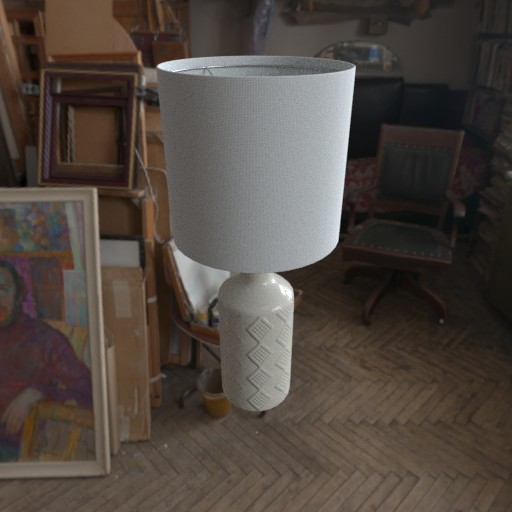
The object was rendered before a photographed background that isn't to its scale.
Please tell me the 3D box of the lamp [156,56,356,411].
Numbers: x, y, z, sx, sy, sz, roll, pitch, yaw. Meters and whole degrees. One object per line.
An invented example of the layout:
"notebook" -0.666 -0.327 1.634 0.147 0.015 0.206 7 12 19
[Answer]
"lamp" 0.000 0.000 0.578 0.207 0.461 0.207 -21 35 -32
